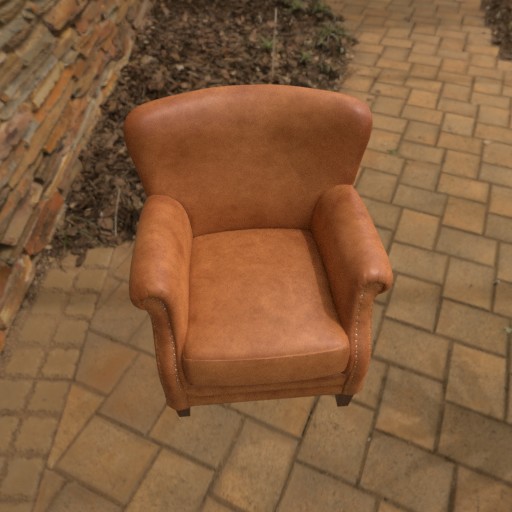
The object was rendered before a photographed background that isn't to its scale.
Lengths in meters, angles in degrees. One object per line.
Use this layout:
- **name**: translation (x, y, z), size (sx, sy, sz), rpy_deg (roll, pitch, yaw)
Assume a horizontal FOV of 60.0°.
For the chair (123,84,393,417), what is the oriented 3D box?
- **chair**: translation (0.000, 0.000, 1.658), size (0.861, 0.936, 0.921), rpy_deg (-4, 47, -3)
